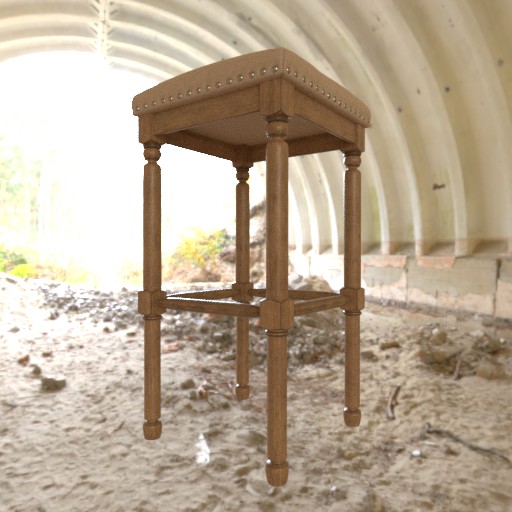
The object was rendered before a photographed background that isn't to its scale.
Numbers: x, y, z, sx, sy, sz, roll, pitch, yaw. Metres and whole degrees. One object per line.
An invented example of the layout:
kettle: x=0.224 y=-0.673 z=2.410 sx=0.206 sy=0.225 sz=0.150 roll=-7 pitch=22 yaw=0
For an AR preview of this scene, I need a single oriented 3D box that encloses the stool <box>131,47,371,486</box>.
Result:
stool: x=0.000 y=0.000 z=0.974 sx=0.383 sy=0.768 sz=0.382 roll=0 pitch=0 yaw=36
